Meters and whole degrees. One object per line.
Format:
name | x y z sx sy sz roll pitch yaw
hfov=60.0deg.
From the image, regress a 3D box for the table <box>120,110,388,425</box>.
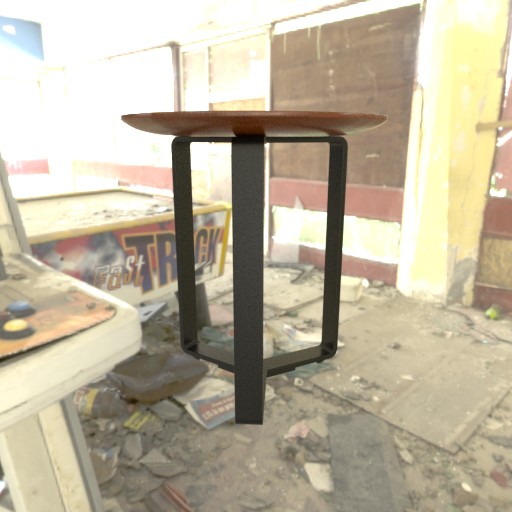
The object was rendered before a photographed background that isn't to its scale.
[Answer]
table | 0.000 0.000 0.753 0.410 0.450 0.380 -7 17 -25
